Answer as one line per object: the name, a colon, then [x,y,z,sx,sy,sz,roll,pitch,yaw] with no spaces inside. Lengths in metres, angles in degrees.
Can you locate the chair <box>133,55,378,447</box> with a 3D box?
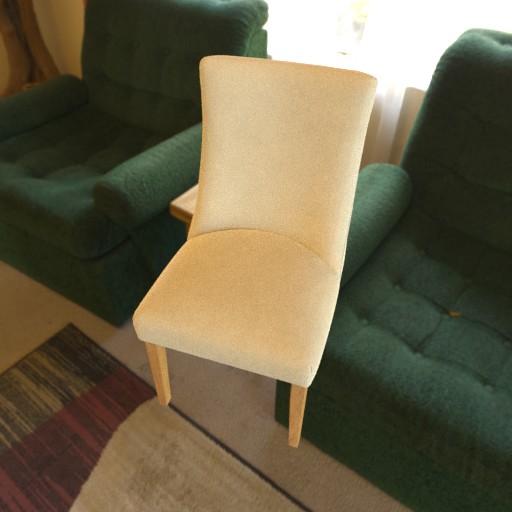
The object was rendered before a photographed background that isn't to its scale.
chair: [0.000,0.000,1.263,0.495,0.902,0.610,13,43,14]
